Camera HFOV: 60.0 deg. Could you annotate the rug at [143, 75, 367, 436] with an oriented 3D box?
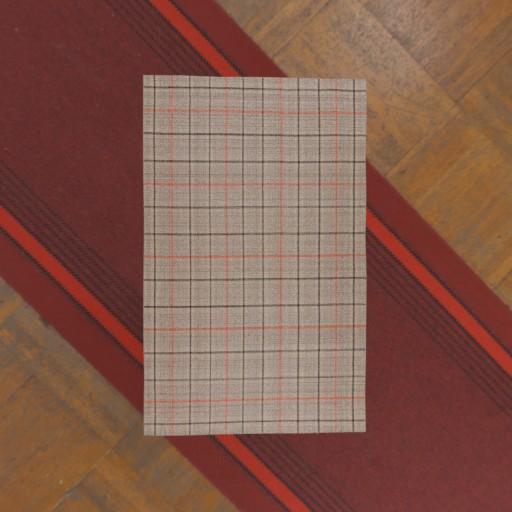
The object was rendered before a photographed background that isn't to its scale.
[{"bbox_3d":[0.000,0.000,3.029,1.524,0.015,2.439,0,90,-3],"label":"rug"}]
